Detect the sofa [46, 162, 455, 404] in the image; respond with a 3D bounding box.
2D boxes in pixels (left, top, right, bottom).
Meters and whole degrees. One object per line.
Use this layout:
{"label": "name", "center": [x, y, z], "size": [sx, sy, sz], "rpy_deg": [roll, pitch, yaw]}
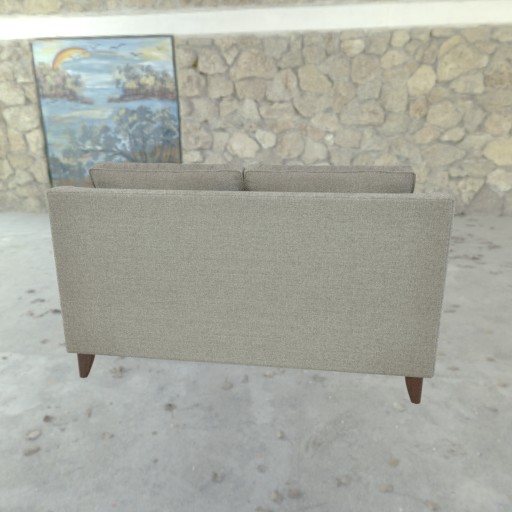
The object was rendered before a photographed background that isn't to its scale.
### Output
{"label": "sofa", "center": [0.000, 0.000, 2.017], "size": [1.422, 0.863, 0.915], "rpy_deg": [2, 16, 8]}
